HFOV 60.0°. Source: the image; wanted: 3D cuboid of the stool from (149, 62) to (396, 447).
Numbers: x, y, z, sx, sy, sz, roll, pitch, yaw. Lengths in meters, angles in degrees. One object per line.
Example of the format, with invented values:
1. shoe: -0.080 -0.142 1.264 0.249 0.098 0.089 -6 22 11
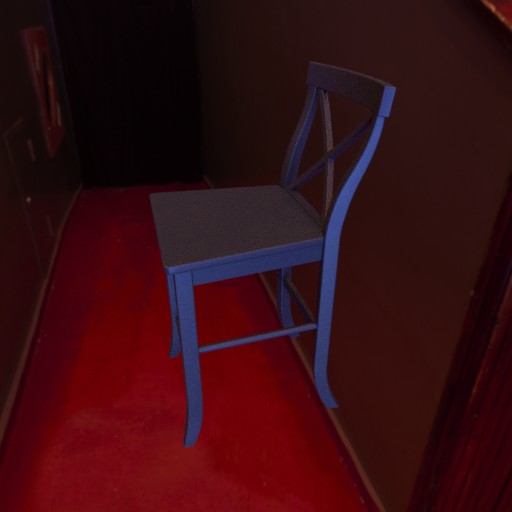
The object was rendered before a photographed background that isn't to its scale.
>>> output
1. stool: 0.000 0.000 1.299 0.559 0.989 0.452 -8 31 -14
